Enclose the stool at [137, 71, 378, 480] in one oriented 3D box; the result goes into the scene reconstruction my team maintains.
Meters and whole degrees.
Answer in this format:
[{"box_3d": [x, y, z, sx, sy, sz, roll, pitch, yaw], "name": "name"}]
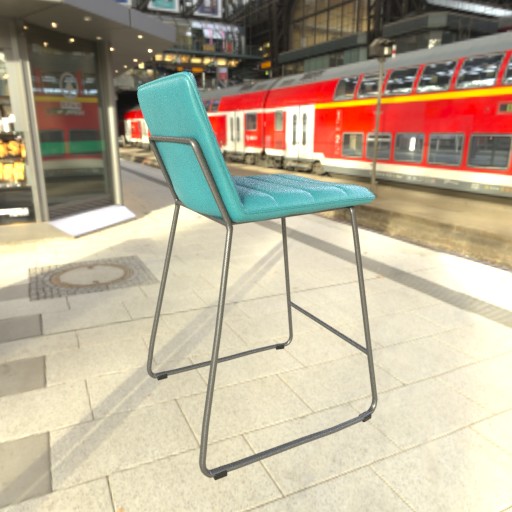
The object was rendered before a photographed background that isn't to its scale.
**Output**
[{"box_3d": [0.000, 0.000, 1.187, 0.524, 0.866, 0.489, -8, 18, -26], "name": "stool"}]
